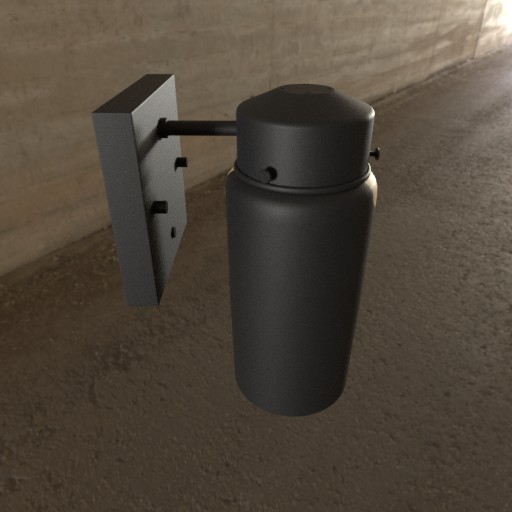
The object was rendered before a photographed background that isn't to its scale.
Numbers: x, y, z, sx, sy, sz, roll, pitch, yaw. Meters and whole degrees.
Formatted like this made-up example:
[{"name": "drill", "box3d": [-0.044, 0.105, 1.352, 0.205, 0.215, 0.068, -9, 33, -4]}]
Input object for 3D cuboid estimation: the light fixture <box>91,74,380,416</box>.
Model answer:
[{"name": "light fixture", "box3d": [0.000, 0.000, 0.358, 0.176, 0.257, 0.130, 0, 31, 1]}]
